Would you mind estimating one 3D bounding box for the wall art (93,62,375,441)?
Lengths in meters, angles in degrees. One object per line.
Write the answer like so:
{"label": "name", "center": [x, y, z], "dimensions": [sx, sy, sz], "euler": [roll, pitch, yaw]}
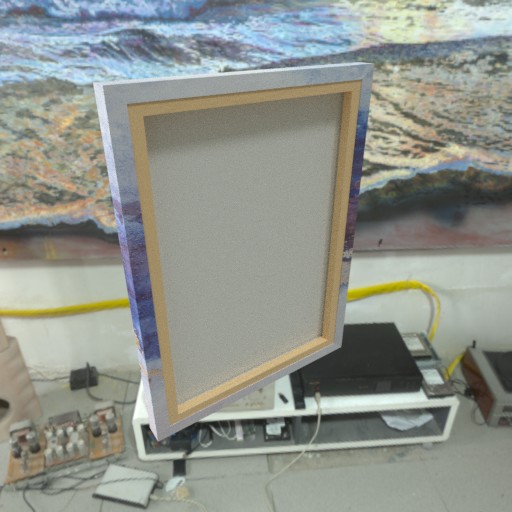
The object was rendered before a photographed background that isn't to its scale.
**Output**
{"label": "wall art", "center": [0.000, 0.000, 0.751], "dimensions": [0.437, 0.581, 0.036], "euler": [-18, 34, -30]}
